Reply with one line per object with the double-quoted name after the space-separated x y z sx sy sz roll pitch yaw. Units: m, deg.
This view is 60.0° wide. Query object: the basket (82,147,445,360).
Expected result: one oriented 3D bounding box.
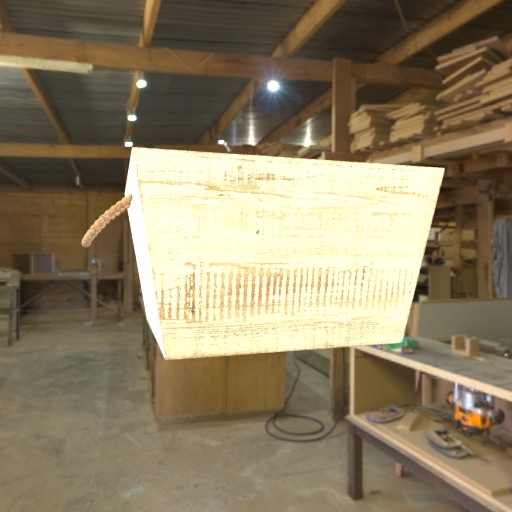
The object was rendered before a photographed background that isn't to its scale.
0.000 0.000 0.744 0.545 0.247 0.413 0 1 -18 "basket"
